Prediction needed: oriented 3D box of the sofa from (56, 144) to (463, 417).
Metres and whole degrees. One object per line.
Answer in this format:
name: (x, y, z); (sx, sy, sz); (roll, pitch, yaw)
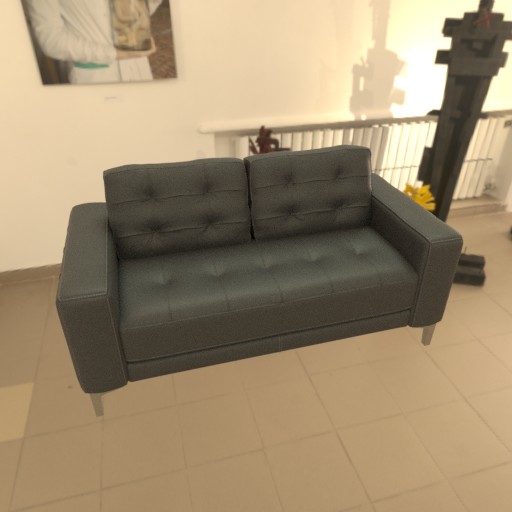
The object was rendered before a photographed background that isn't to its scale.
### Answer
sofa: (0.000, 0.000, 2.177); (1.726, 0.893, 0.833); (-8, 33, -13)
